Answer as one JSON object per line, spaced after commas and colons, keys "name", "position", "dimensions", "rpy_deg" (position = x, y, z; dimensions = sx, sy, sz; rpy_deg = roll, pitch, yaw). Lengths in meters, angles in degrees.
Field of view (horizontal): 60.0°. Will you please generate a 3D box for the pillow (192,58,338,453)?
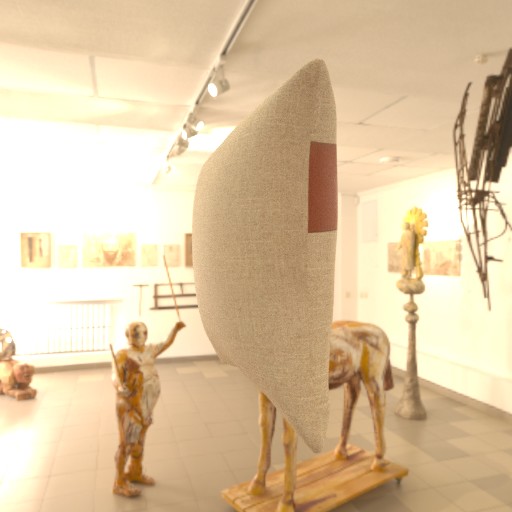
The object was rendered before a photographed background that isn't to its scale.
{"name": "pillow", "position": [0.000, 0.000, 0.636], "dimensions": [0.173, 0.399, 0.414], "rpy_deg": [0, 0, -18]}
